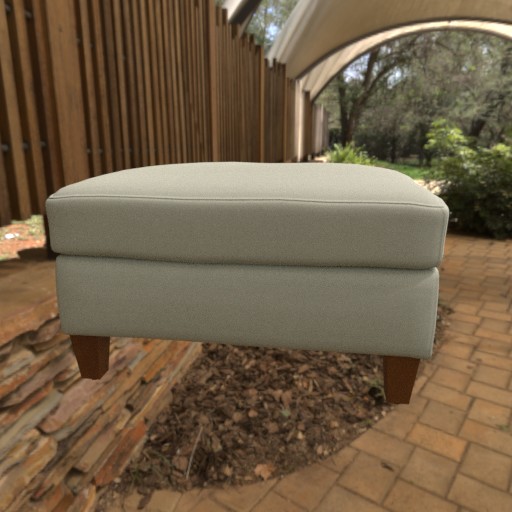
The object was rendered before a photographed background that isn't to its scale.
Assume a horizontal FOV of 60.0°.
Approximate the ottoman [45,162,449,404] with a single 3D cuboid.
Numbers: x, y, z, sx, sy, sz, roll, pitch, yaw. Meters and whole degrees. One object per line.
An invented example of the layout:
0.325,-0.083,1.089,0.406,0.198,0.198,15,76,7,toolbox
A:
0.000,0.000,1.198,0.818,0.496,0.634,2,15,8,ottoman
